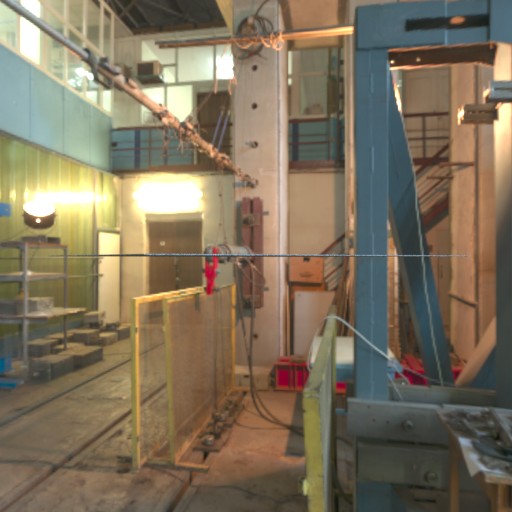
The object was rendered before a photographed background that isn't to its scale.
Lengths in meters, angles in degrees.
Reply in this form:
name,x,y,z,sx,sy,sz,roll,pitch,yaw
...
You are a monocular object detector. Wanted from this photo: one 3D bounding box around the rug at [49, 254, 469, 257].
name,x,y,z,sx,sy,sz,roll,pitch,yaw
rug,0.000,0.000,4.229,3.200,0.007,2.443,0,0,-36
